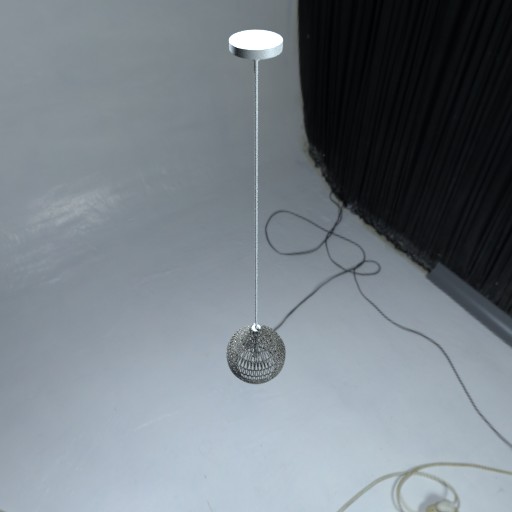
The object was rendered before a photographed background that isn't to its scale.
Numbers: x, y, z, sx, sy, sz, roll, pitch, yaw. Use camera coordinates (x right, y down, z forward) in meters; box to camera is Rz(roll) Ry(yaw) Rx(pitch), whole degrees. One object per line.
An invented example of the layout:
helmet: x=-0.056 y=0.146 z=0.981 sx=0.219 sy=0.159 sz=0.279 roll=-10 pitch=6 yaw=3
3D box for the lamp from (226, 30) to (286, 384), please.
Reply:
lamp: x=0.000 y=0.000 z=2.059 sx=0.355 sy=1.919 sz=0.355 roll=-25 pitch=51 yaw=-22
